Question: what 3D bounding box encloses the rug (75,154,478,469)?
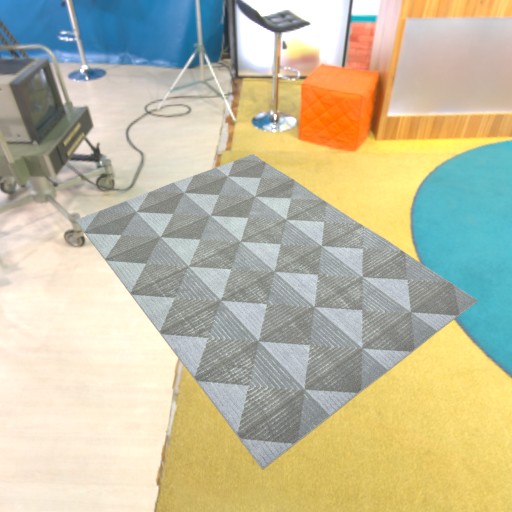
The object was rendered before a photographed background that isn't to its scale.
[{"bbox_3d":[0.000,0.000,4.379,2.428,0.027,3.333,-27,48,-27],"label":"rug"}]
